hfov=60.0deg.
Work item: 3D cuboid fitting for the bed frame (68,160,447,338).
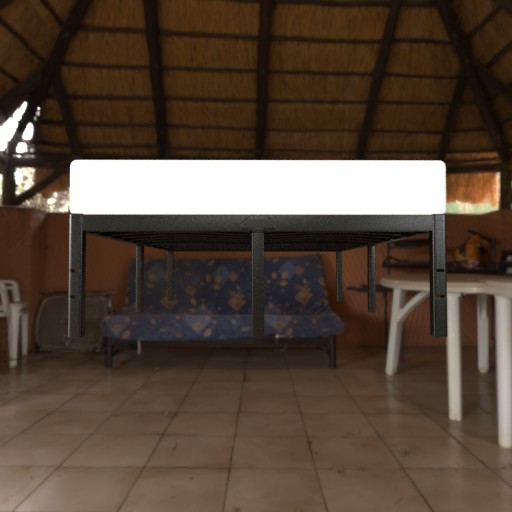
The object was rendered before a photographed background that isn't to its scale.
[{"bbox_3d":[0.000,0.000,2.603,1.408,0.659,1.956,0,-2,0],"label":"bed frame"}]
